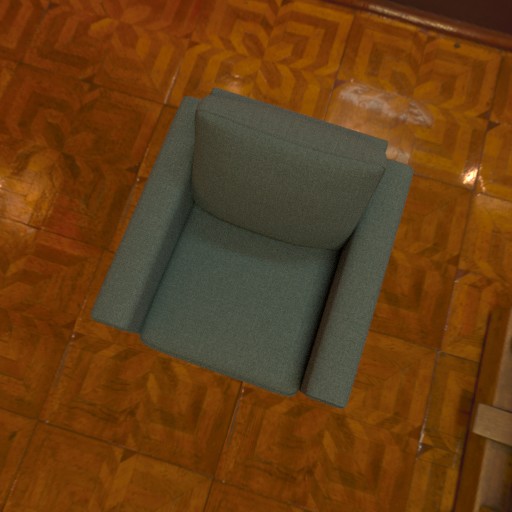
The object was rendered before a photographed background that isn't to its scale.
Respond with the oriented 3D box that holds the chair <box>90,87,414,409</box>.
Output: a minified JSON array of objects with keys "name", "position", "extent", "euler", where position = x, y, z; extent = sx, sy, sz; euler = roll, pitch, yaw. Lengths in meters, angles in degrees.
[{"name":"chair","position":[0.000,0.000,1.924],"extent":[1.024,1.010,1.038],"euler":[19,78,4]}]
